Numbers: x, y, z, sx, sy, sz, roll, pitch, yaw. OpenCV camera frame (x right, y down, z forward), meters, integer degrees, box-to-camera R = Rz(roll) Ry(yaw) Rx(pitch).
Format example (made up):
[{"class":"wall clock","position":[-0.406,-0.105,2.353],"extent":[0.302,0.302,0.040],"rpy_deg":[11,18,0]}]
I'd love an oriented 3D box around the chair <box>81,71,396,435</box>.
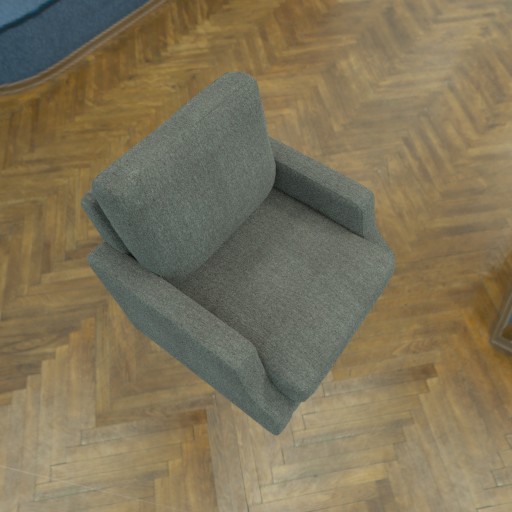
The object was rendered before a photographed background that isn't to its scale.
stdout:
[{"class":"chair","position":[0.000,0.000,1.658],"extent":[0.897,0.993,0.855],"rpy_deg":[33,64,18]}]
